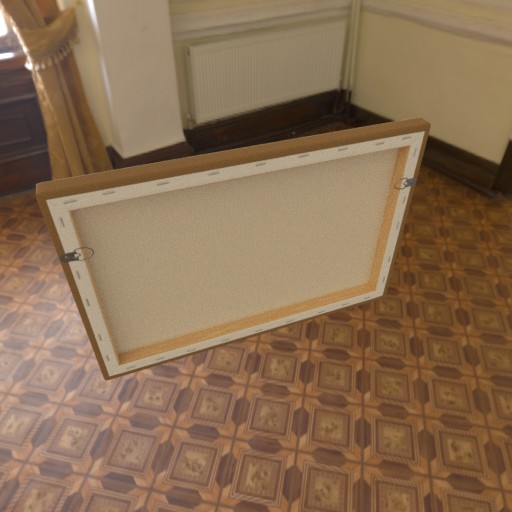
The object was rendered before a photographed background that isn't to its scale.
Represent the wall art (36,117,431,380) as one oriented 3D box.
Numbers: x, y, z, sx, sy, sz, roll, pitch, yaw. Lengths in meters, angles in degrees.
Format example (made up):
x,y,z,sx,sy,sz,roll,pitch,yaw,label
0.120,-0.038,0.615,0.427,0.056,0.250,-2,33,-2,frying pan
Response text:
x,y,z,sx,sy,sz,roll,pitch,yaw,label
0.000,0.000,0.489,0.380,0.254,0.019,-14,42,-16,wall art
